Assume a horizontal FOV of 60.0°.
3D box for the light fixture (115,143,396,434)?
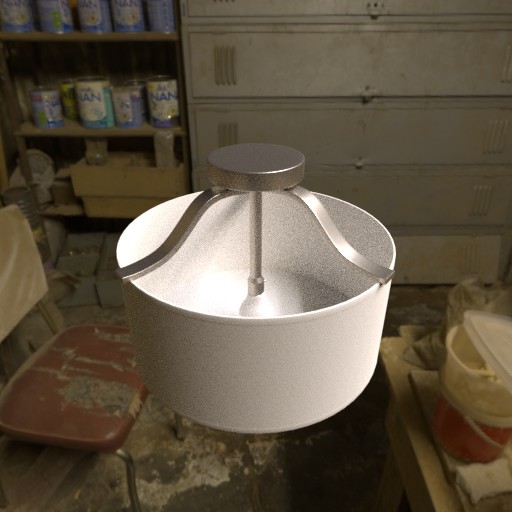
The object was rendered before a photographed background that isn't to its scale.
[{"bbox_3d":[0.000,0.000,0.652,0.395,0.304,0.395,0,30,0],"label":"light fixture"}]
